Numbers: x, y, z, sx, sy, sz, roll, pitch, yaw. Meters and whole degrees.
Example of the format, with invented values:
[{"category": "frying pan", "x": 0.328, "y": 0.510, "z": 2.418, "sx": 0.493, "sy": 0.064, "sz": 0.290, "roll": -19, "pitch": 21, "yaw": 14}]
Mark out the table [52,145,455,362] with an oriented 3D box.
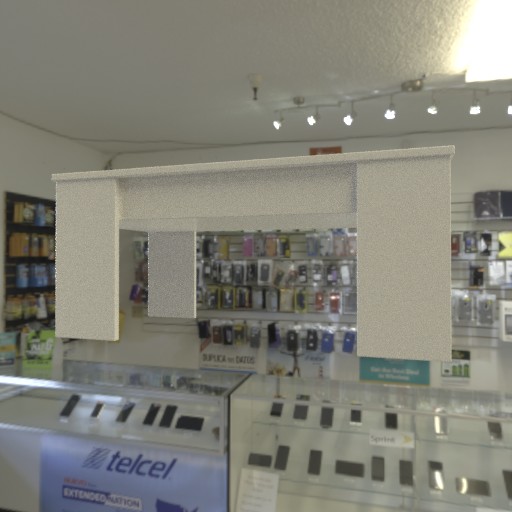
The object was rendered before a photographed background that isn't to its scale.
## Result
[{"category": "table", "x": 0.000, "y": 0.000, "z": 1.283, "sx": 1.000, "sy": 0.440, "sz": 0.500, "roll": 0, "pitch": -1, "yaw": 17}]
